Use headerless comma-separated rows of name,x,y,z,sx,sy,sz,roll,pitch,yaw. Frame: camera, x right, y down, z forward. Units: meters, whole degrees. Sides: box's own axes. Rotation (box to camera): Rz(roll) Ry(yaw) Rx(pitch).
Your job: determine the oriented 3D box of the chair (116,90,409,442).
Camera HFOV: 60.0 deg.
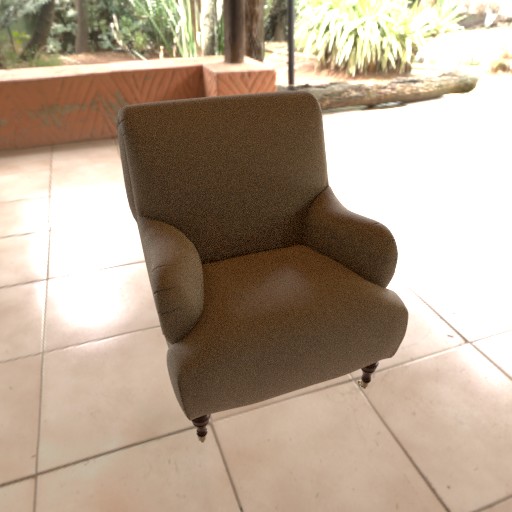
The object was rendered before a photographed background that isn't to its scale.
chair,0.000,0.000,1.538,0.766,0.942,0.842,-12,34,-18
